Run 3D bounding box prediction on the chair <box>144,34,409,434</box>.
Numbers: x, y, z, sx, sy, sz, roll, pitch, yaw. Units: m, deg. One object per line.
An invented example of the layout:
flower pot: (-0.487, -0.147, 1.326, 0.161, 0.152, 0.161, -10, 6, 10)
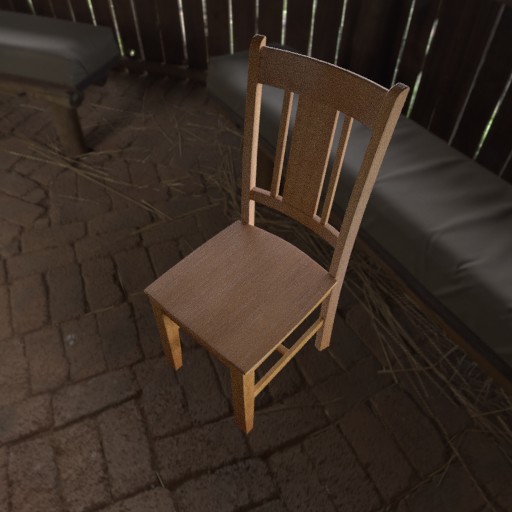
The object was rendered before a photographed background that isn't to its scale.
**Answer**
chair: (0.000, 0.000, 1.307, 0.450, 0.998, 0.556, 33, 55, 27)
